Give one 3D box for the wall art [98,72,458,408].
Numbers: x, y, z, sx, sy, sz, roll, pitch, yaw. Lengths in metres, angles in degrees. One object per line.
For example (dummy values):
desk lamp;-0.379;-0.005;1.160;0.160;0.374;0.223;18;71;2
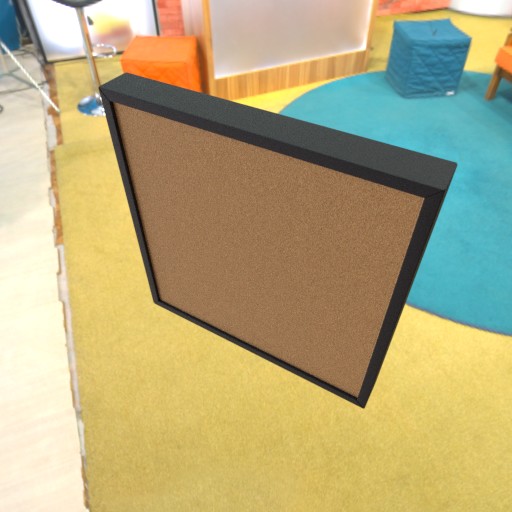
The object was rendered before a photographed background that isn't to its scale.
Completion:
wall art;0.000;0.000;0.459;0.305;0.305;0.037;22;49;21
